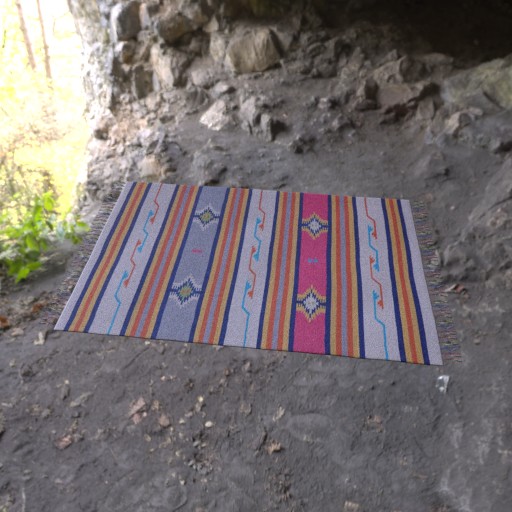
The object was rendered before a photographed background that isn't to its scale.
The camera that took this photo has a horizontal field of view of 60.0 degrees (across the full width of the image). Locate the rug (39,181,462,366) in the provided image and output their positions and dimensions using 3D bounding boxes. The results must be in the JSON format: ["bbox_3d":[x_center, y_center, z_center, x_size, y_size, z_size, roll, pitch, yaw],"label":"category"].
[{"bbox_3d":[0.000,0.000,2.268,1.849,0.013,1.084,4,47,4],"label":"rug"}]
